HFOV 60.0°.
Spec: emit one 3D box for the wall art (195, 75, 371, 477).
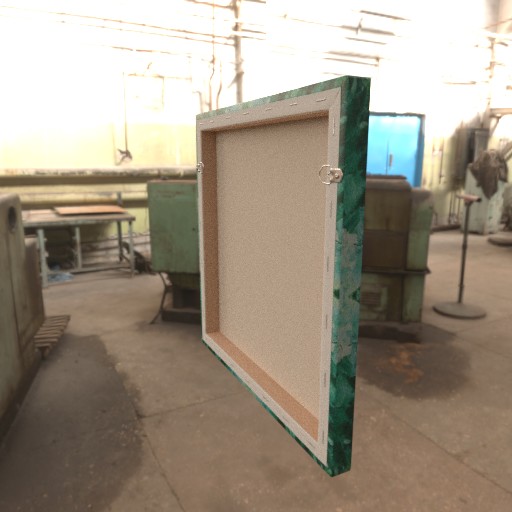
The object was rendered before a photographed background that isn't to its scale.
[{"bbox_3d":[0.000,0.000,0.764,0.038,0.508,0.507,-6,14,-26],"label":"wall art"}]
